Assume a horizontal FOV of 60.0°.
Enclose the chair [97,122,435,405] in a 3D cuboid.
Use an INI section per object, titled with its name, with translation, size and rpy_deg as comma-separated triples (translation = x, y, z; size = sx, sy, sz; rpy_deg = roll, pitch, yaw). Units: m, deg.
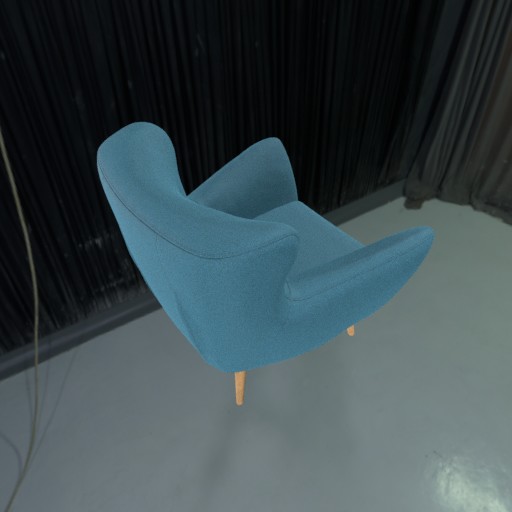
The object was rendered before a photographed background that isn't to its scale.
[chair]
translation = 0.000, 0.000, 1.635
size = 0.889, 0.889, 0.890
rpy_deg = -26, 47, -27
